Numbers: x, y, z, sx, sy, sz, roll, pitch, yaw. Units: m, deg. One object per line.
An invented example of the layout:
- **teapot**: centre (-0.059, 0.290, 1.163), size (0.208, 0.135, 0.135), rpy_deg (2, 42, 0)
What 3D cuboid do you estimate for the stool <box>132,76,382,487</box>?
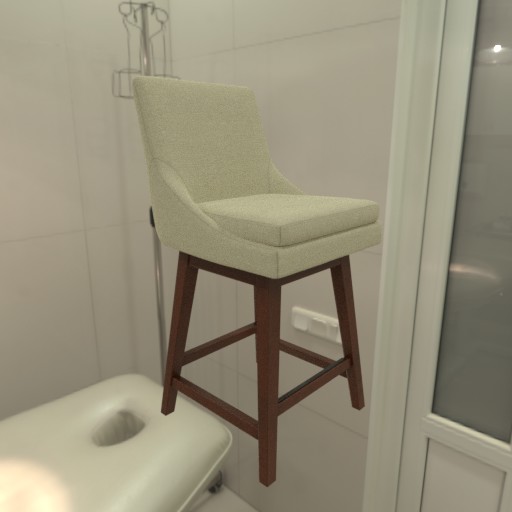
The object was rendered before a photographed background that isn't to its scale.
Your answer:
- **stool**: centre (0.000, 0.000, 1.291), size (0.559, 0.991, 0.469), rpy_deg (14, 20, 41)
